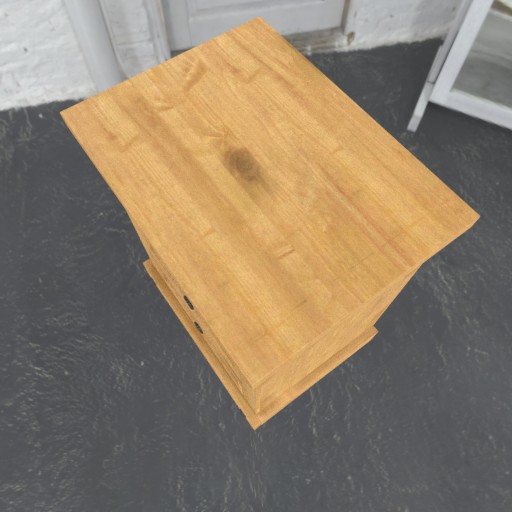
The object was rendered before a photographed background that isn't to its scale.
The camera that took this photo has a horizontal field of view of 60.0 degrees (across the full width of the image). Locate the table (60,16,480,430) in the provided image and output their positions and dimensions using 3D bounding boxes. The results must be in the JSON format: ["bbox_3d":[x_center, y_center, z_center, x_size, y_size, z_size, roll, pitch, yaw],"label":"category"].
[{"bbox_3d":[0.000,0.000,1.199,0.500,0.813,0.660,-33,68,-15],"label":"table"}]
